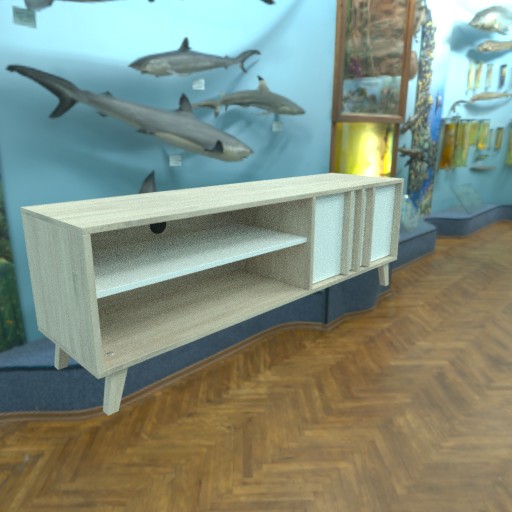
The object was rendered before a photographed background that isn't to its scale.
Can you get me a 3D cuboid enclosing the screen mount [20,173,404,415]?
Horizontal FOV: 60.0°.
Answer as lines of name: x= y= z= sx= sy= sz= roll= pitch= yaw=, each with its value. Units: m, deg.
screen mount: x=0.000 y=0.000 z=1.707 sx=1.500 sy=0.510 sz=0.400 roll=-15 pitch=22 yaw=-43
